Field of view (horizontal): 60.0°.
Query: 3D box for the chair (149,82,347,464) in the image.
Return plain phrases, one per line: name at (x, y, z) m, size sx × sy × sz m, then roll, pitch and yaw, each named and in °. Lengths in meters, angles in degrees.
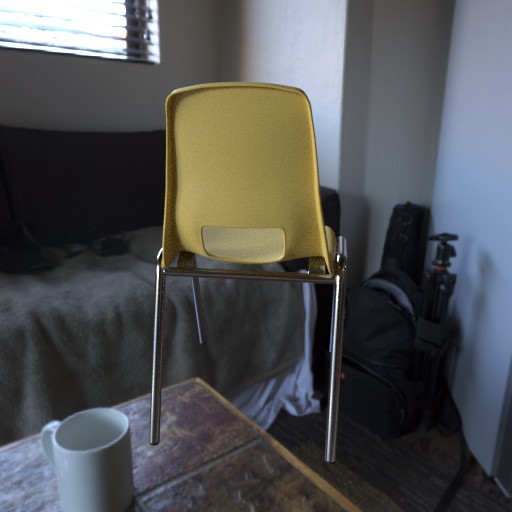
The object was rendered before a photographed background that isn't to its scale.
chair at (0.000, 0.000, 0.939) m, size 0.381 × 0.653 × 0.436 m, roll 2°, pitch 17°, yaw 8°
